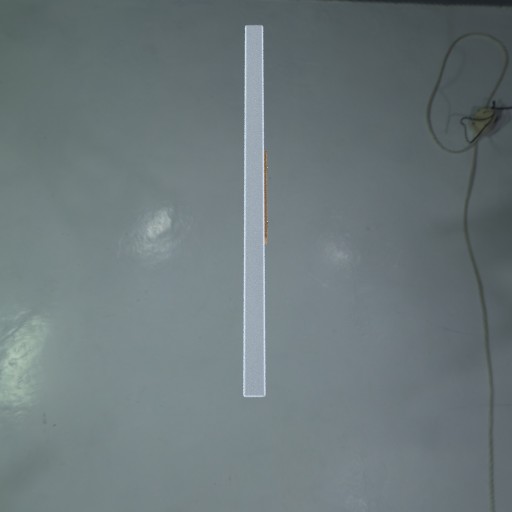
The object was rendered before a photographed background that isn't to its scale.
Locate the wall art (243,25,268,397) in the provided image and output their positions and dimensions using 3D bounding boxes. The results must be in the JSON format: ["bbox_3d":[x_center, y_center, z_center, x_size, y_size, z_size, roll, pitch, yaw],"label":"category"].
[{"bbox_3d":[0.000,0.000,1.102,0.036,0.848,0.613,0,76,0],"label":"wall art"}]
